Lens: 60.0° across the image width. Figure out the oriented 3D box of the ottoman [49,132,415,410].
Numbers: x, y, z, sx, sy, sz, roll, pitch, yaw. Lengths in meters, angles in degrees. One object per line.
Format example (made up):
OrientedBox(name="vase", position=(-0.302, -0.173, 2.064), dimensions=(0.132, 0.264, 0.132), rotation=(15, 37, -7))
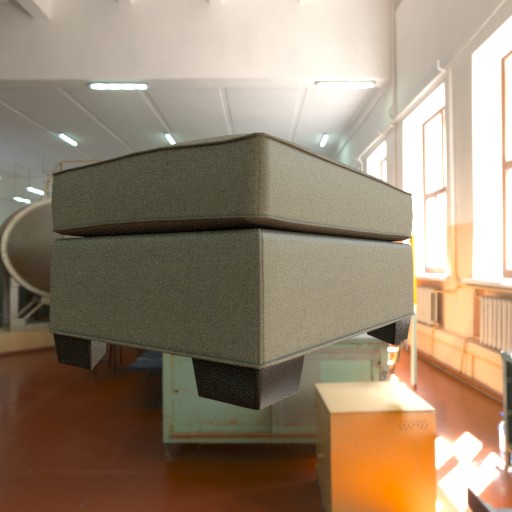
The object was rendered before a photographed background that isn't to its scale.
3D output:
OrientedBox(name="ottoman", position=(0.000, 0.000, 1.203), dimensions=(0.619, 0.504, 0.843), rotation=(0, -1, 35))
